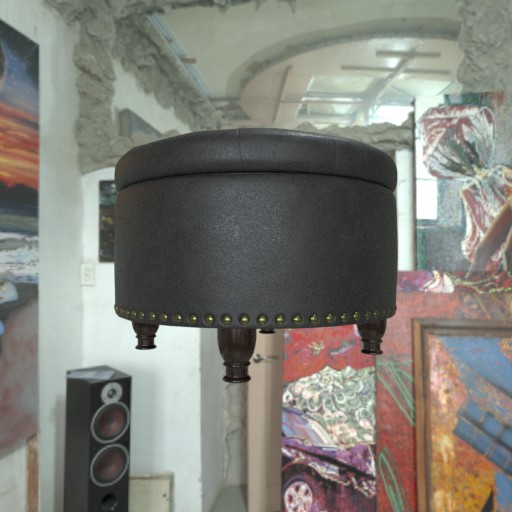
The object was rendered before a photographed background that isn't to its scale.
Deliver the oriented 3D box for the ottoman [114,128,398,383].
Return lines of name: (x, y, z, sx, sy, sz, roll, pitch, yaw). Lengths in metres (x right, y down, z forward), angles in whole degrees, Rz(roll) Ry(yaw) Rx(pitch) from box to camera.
ottoman: (0.000, 0.000, 1.043, 0.637, 0.442, 0.637, 0, -1, 0)
